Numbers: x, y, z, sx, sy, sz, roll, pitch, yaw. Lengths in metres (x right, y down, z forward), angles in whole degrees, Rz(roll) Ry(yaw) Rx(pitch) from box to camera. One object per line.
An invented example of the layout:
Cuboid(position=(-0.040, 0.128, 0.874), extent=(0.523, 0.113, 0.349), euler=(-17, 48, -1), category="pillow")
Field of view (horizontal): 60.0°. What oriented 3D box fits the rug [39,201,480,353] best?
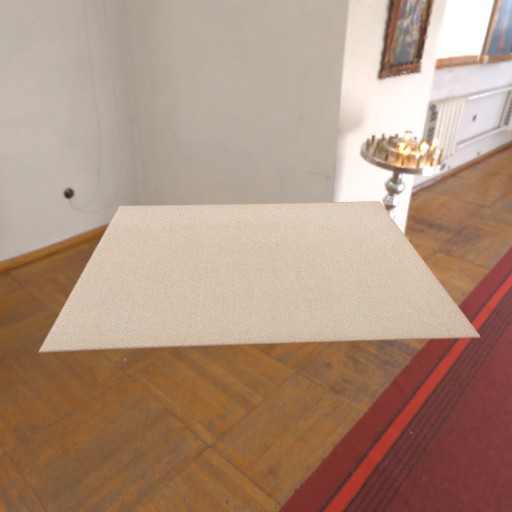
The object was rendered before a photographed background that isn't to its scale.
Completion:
Cuboid(position=(0.000, 0.000, 4.098), extent=(3.039, 0.018, 2.462), euler=(-1, 30, -2), category="rug")
